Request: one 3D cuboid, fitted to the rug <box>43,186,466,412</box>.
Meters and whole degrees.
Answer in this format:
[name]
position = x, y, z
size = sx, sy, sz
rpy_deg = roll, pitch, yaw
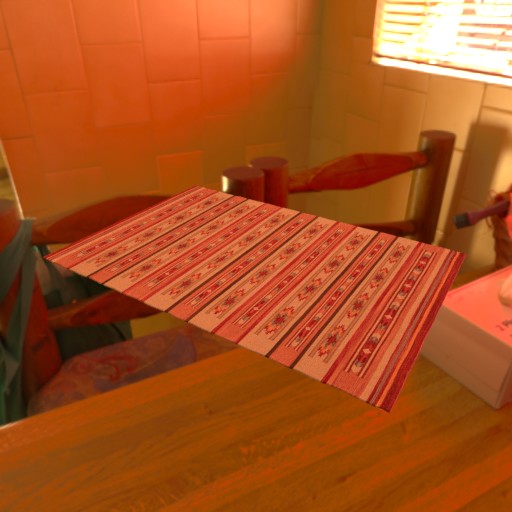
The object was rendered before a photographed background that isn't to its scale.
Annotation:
[rug]
position = 0.000, 0.000, 2.290
size = 1.817, 0.008, 1.223
rpy_deg = 18, 34, 28
